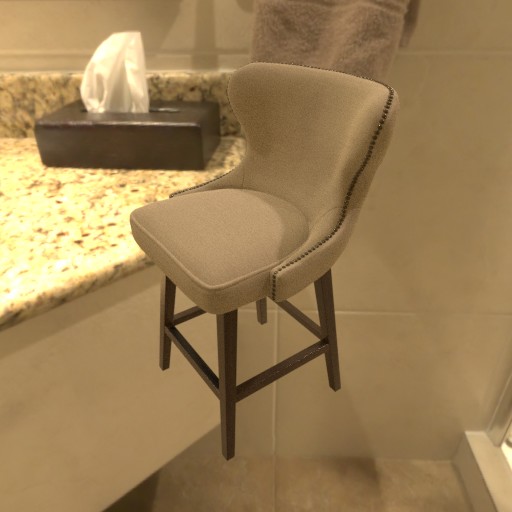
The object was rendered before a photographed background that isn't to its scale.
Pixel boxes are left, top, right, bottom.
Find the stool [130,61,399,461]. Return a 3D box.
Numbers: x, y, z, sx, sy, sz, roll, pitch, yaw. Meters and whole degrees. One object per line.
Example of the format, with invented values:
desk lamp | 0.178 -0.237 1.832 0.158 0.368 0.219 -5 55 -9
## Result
stool | 0.000 0.000 1.304 0.597 0.972 0.615 -21 37 -30
